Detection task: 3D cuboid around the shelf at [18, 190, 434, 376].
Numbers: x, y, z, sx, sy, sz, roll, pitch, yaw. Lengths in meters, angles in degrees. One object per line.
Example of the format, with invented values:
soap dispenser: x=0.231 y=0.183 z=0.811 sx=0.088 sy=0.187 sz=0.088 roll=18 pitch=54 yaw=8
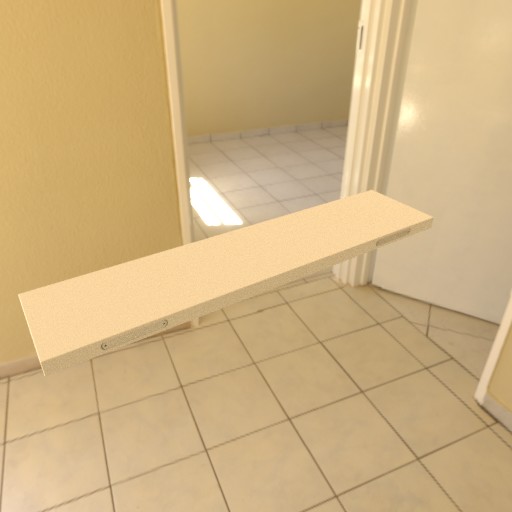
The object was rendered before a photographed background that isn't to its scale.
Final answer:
shelf: x=0.000 y=0.000 z=0.644 sx=0.610 sy=0.020 sz=0.140 roll=-19 pitch=36 yaw=-28
